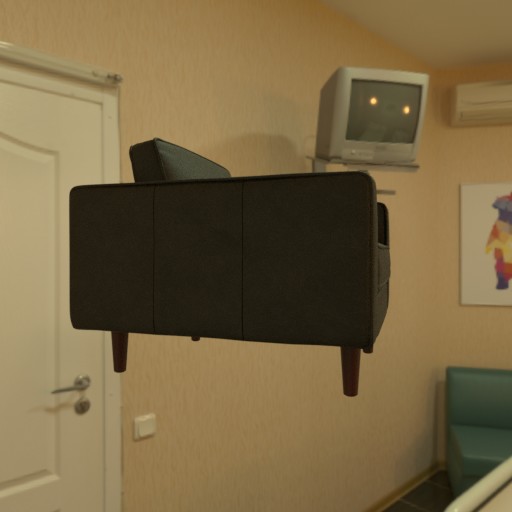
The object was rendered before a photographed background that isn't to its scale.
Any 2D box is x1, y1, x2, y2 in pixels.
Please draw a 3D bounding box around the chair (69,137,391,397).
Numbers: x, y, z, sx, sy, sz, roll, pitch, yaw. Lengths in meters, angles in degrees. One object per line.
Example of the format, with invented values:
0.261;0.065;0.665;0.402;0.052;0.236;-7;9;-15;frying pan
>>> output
0.000;0.000;1.595;0.914;0.763;0.889;0;0;19;chair
